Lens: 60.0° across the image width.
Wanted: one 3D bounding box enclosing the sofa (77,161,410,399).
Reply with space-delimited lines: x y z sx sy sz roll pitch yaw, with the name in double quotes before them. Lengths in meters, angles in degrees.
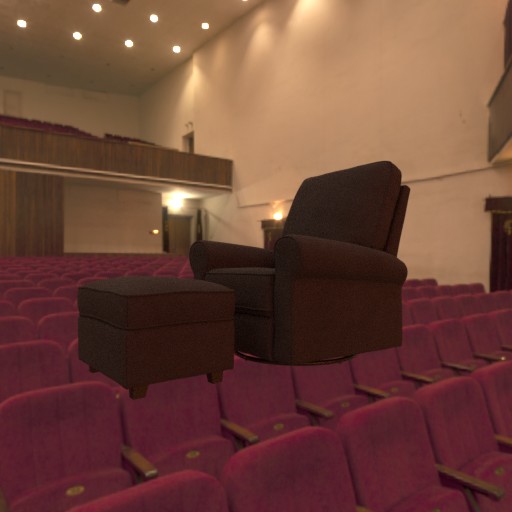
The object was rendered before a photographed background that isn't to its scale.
"sofa" 0.000 0.000 2.069 1.478 0.959 0.880 0 -1 -37
